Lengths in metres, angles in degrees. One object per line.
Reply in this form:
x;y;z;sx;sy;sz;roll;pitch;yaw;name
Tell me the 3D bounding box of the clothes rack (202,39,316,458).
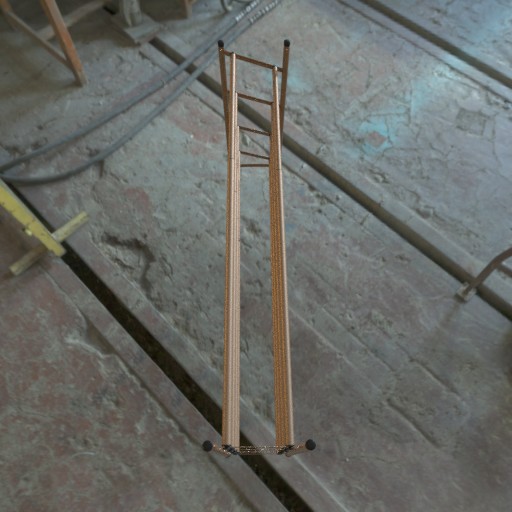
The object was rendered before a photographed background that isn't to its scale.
0.000;0.000;1.423;0.229;0.672;1.168;-1;65;0;clothes rack
